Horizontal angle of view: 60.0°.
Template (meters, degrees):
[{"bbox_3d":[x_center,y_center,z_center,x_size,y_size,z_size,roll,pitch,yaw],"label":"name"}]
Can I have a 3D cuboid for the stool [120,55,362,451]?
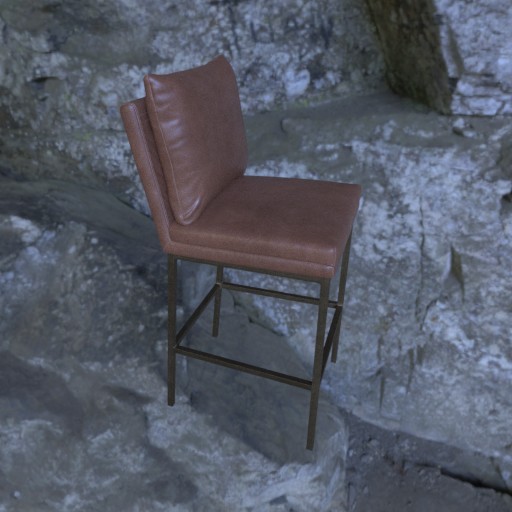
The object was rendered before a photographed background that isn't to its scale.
[{"bbox_3d":[0.000,0.000,1.418,0.571,1.124,0.463,10,32,16],"label":"stool"}]
